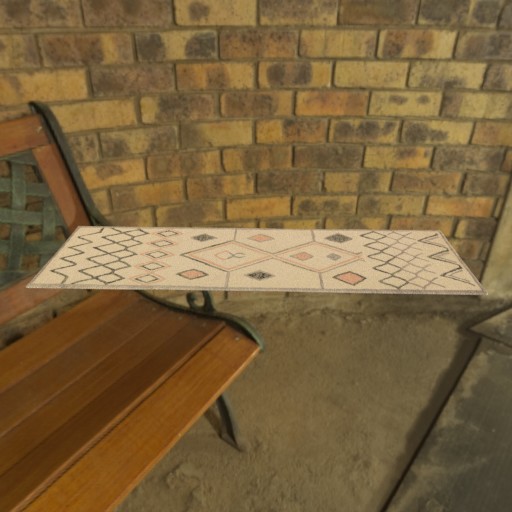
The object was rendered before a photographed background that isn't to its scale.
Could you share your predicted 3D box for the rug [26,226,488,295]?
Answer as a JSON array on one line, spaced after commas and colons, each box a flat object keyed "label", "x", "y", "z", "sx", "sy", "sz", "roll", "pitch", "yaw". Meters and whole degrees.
[{"label": "rug", "x": 0.000, "y": 0.000, "z": 2.655, "sx": 2.435, "sy": 0.011, "sz": 0.750, "roll": 1, "pitch": 29, "yaw": 1}]
